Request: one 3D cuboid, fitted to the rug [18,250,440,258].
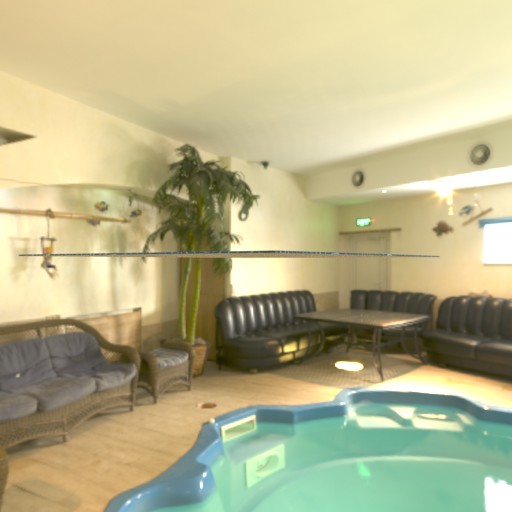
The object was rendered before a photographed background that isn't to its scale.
[{"bbox_3d":[0.000,0.000,4.005,2.432,0.012,3.033,0,-1,36],"label":"rug"}]
